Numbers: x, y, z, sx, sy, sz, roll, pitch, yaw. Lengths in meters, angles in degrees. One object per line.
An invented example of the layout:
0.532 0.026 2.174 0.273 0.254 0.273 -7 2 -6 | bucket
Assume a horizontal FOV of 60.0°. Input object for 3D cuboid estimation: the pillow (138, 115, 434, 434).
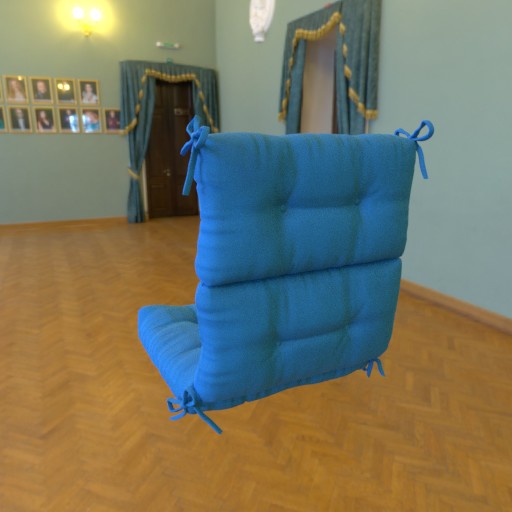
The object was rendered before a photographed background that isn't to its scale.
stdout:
0.000 0.000 1.044 0.519 0.605 0.571 -7 16 -26 | pillow
